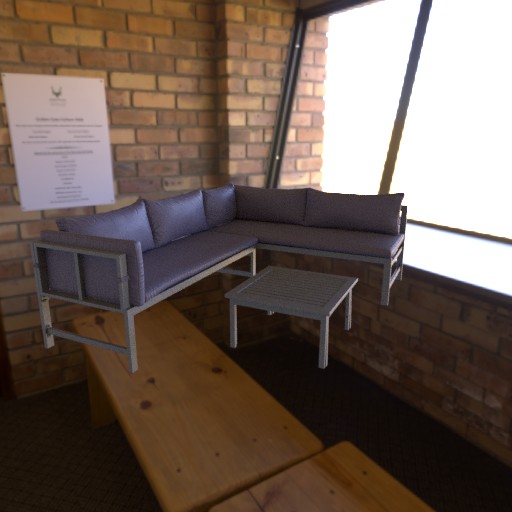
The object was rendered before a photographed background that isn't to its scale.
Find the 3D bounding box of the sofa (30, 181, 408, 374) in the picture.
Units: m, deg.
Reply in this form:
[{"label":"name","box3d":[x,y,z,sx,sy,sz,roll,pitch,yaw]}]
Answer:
[{"label":"sofa","box3d":[0.000,0.000,3.009,1.658,0.762,2.149,8,18,25]}]
